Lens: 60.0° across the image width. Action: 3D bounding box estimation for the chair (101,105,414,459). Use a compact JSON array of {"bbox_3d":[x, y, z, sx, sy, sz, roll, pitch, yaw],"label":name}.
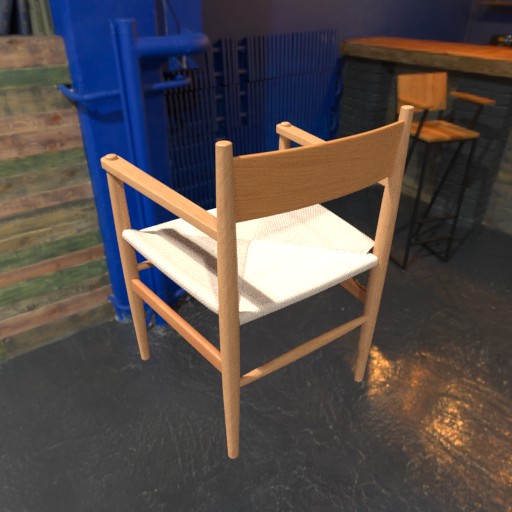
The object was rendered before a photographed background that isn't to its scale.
[{"bbox_3d":[0.000,0.000,1.122,0.556,0.762,0.495,-20,36,-29],"label":"chair"}]
